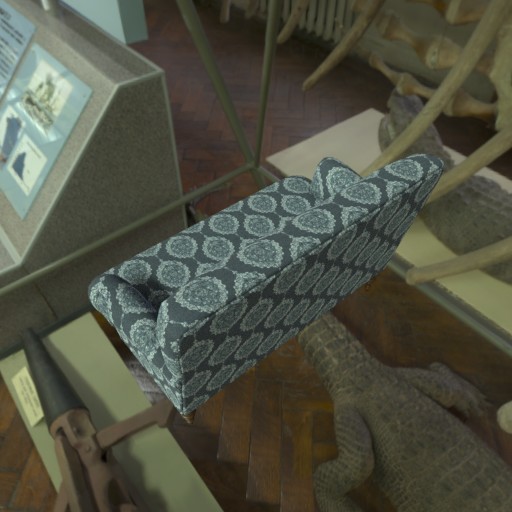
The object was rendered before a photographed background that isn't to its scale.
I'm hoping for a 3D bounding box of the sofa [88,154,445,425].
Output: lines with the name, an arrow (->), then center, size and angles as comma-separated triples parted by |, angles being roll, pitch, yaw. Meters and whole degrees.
sofa -> 0.000, 0.000, 1.853 | 1.297, 0.867, 0.779 | -31, 54, -26
